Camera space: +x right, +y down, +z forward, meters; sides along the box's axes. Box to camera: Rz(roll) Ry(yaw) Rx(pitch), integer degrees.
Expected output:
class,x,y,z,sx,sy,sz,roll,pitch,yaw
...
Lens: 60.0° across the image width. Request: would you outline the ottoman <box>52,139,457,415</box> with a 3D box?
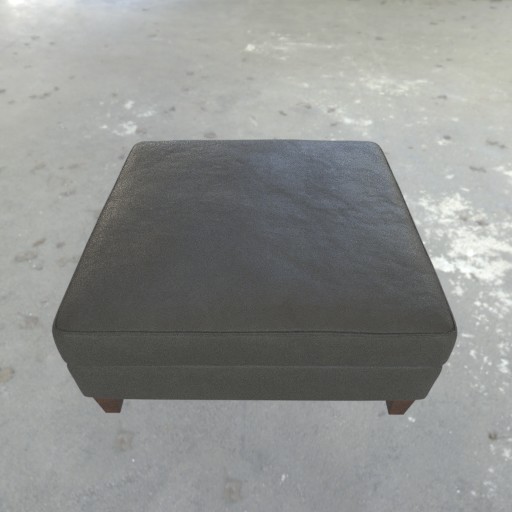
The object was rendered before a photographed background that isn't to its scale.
class,x,y,z,sx,sy,sz,roll,pitch,yaw
ottoman,0.000,0.000,1.272,0.844,0.415,0.836,0,41,0
